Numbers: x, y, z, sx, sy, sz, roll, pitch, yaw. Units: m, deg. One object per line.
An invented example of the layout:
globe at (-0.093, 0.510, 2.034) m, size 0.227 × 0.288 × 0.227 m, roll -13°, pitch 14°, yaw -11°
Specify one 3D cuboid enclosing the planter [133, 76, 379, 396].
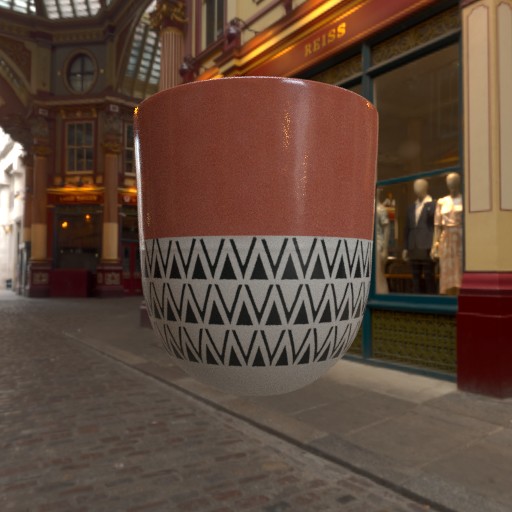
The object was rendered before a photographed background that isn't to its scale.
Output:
planter at (0.000, 0.000, 0.363) m, size 0.195 × 0.214 × 0.195 m, roll 0°, pitch -1°, yaw 0°
